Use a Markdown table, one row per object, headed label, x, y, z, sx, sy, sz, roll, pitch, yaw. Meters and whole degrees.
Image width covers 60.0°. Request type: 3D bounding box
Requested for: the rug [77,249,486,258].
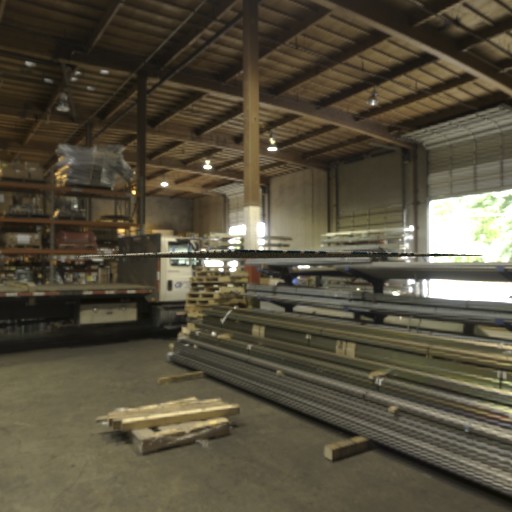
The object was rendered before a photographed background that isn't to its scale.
| label | x | y | z | sx | sy | sz | roll | pitch | yaw |
| --- | --- | --- | --- | --- | --- | --- | --- | --- | --- |
| rug | 0.000 | 0.000 | 4.093 | 2.416 | 0.014 | 3.017 | 1 | -1 | -36 |
